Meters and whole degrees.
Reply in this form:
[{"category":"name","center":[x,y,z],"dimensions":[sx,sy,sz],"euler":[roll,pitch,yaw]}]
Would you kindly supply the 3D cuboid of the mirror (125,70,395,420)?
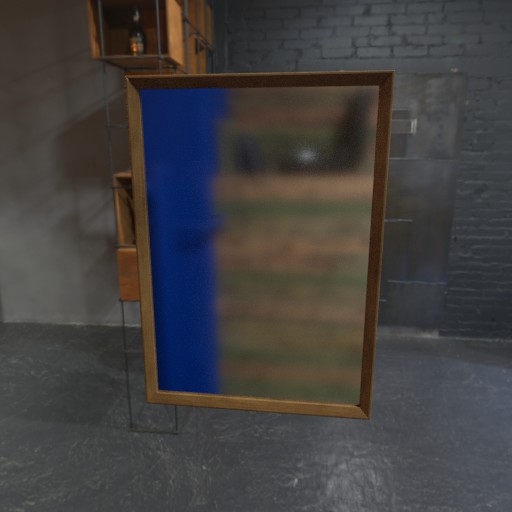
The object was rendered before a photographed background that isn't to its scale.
[{"category":"mirror","center":[0.000,0.000,0.928],"dimensions":[0.508,0.711,0.039],"euler":[2,14,7]}]
